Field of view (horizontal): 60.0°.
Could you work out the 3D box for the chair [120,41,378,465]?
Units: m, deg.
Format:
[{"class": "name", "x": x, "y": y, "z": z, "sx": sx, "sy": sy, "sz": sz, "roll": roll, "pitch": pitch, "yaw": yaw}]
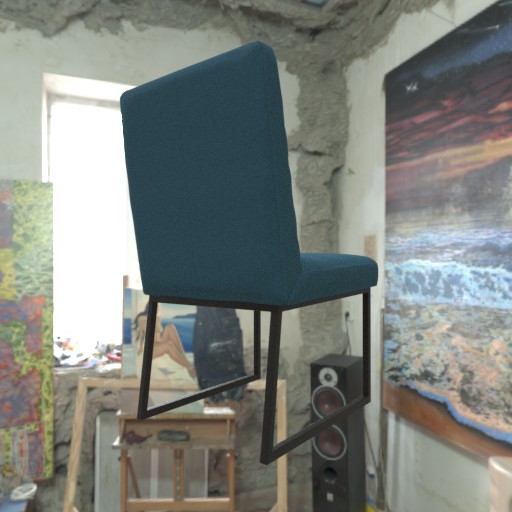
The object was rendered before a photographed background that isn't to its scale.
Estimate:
[{"class": "chair", "x": 0.000, "y": 0.000, "z": 1.324, "sx": 0.520, "sy": 0.930, "sz": 0.634, "roll": 0, "pitch": -1, "yaw": 38}]
